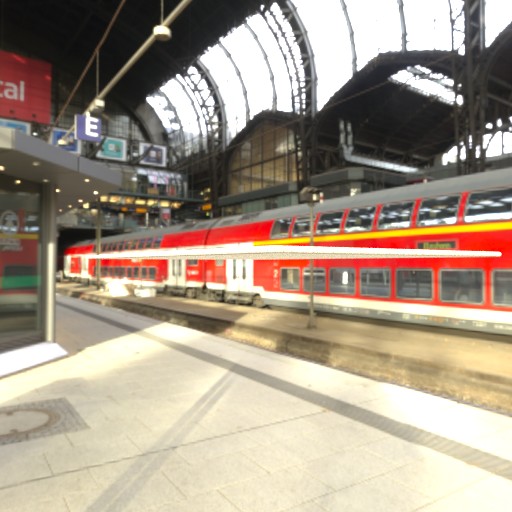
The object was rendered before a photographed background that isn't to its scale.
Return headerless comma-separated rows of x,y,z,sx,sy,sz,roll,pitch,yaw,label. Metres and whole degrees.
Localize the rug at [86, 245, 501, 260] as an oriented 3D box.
0.000,0.000,3.332,1.778,0.030,2.743,1,-1,-35,rug
